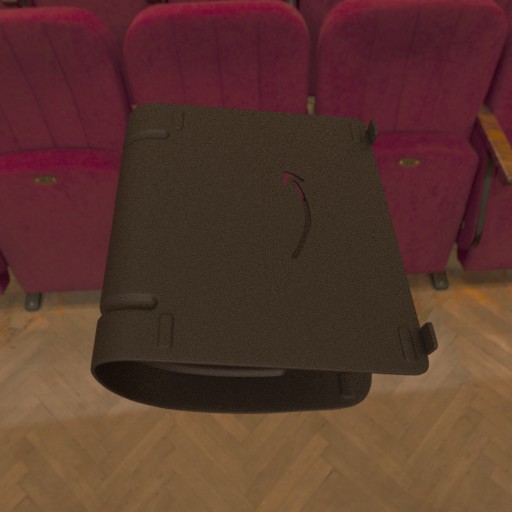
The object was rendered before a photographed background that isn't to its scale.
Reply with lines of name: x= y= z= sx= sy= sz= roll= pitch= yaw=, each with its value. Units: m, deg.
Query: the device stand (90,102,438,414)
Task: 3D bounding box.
device stand: x=0.000 y=0.000 z=0.403 sx=0.236 sy=0.155 sz=0.256 roll=-3 pitch=58 yaw=-2
